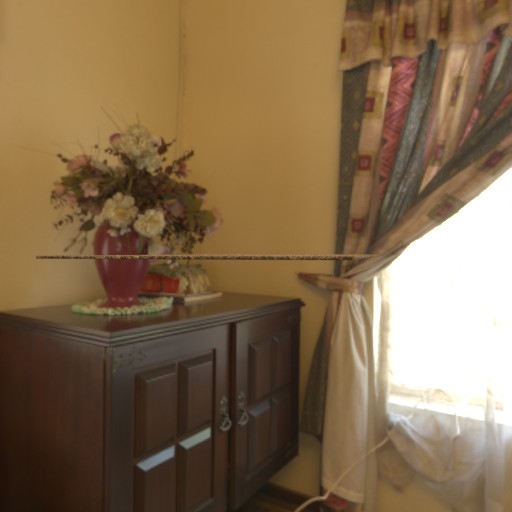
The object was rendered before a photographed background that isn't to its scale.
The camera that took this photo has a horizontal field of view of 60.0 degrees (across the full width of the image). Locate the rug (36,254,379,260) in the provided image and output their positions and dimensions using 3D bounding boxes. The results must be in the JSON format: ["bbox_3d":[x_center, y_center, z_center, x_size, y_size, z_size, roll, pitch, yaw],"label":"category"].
[{"bbox_3d":[0.000,0.000,2.351,1.189,0.011,1.808,0,0,18],"label":"rug"}]
